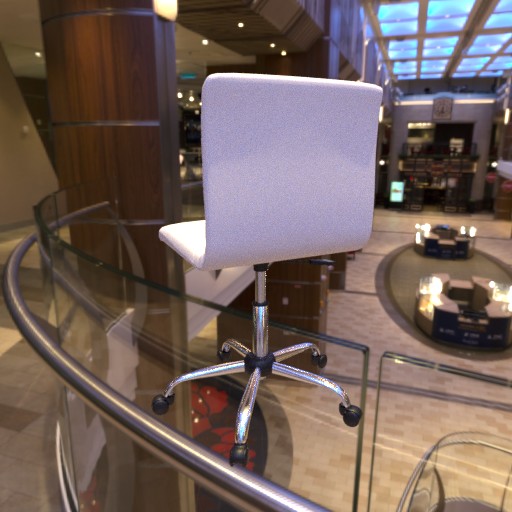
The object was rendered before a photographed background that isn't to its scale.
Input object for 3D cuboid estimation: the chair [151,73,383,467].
[{"bbox_3d":[0.000,0.000,1.047,0.520,0.750,0.455,-7,16,-26],"label":"chair"}]
